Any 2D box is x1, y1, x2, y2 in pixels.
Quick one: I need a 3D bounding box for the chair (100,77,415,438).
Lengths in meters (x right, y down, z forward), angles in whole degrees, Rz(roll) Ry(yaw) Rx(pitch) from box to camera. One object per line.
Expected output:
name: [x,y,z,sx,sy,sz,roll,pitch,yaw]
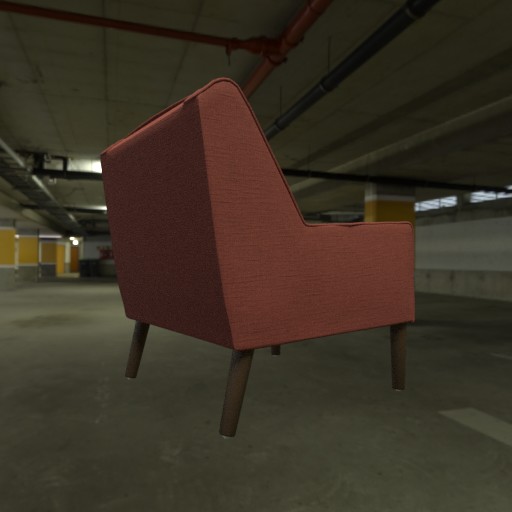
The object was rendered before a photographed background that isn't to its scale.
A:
chair: [0.000,0.000,1.391,0.770,0.812,0.680,0,-1,-36]
